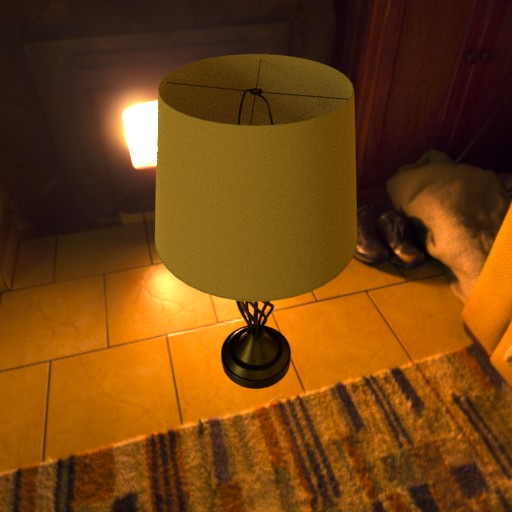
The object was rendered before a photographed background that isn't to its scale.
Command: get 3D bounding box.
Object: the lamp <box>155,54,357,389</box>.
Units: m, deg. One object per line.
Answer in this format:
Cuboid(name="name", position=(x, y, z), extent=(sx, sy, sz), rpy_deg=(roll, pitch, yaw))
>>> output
Cuboid(name="lamp", position=(0.000, 0.000, 0.773), extent=(0.331, 0.594, 0.331), rpy_deg=(0, 41, 0))
